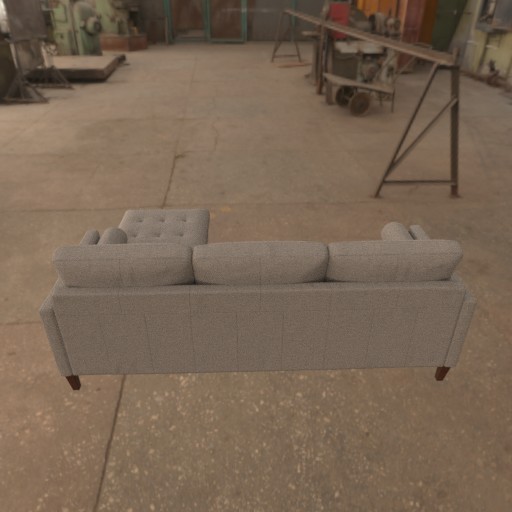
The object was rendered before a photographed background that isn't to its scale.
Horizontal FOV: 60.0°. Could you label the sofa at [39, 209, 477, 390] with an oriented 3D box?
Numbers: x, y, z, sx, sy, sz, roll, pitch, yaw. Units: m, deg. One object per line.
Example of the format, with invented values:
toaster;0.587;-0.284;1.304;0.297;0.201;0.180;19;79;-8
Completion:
sofa;0.000;0.000;2.896;2.178;0.875;1.506;-1;31;-2
